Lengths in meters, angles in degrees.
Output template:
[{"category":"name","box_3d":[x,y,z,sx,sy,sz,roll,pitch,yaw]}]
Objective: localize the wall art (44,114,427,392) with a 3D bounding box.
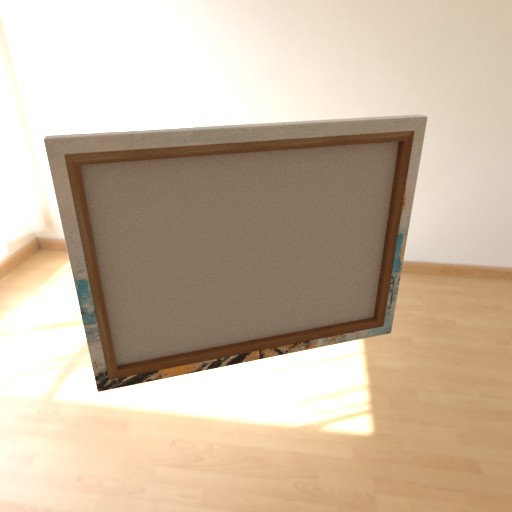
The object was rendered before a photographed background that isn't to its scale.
[{"category":"wall art","box_3d":[0.000,0.000,1.320,1.016,0.762,0.038,-8,28,-15]}]
